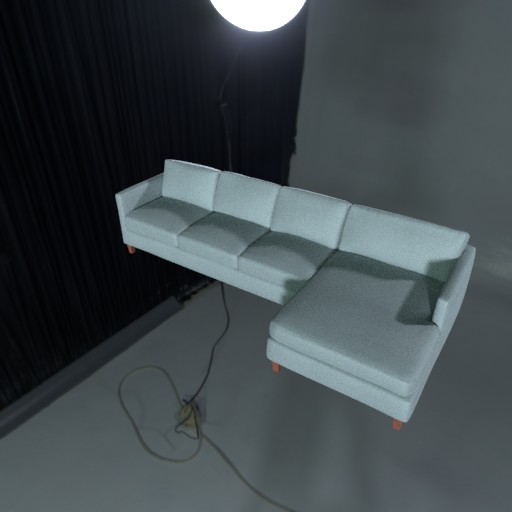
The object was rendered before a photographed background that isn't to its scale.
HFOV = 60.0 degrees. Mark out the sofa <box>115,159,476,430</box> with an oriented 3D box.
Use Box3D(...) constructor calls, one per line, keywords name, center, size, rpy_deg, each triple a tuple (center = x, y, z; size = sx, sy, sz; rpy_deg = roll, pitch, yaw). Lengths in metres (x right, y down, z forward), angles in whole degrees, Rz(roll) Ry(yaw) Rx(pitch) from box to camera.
Box3D(name="sofa", center=(0.000, 0.000, 4.112), size=(3.471, 0.950, 1.604), rpy_deg=(19, 36, 28))
